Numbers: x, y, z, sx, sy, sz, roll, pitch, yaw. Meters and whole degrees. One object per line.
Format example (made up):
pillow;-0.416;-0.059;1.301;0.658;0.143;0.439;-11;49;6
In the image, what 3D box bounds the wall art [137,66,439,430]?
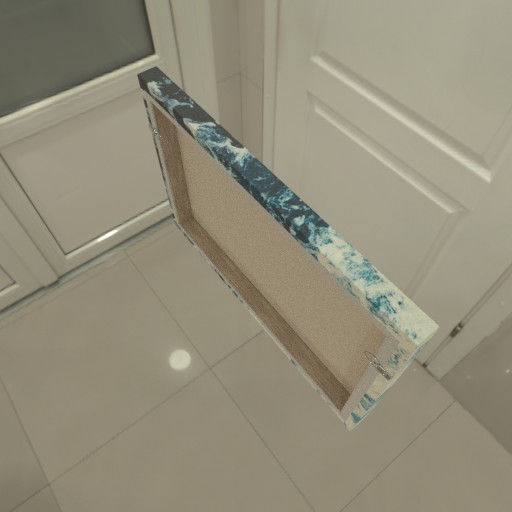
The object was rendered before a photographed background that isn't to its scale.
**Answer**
wall art;0.000;0.000;0.782;0.043;0.407;0.609;-33;62;-20
